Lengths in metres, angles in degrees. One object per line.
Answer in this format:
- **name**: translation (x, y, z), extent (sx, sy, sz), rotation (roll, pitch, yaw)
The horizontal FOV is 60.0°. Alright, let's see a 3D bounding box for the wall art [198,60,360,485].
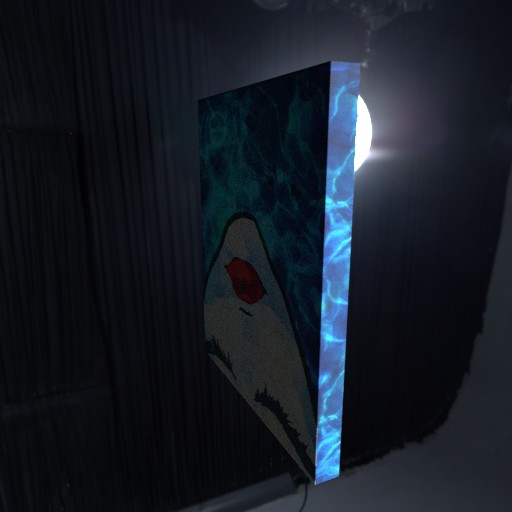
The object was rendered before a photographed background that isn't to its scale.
- **wall art**: translation (0.000, 0.000, 0.707), extent (0.038, 0.508, 0.432), rotation (-6, 15, -25)
